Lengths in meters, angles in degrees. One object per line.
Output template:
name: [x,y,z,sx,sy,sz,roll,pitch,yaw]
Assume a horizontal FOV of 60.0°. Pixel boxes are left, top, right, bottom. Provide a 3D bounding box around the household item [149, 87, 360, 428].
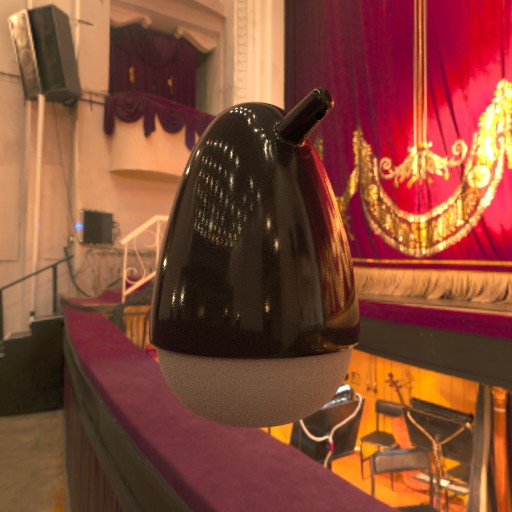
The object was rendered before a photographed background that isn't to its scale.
household item: [0.000,0.000,0.220,0.102,0.152,0.104,1,-2,-34]
